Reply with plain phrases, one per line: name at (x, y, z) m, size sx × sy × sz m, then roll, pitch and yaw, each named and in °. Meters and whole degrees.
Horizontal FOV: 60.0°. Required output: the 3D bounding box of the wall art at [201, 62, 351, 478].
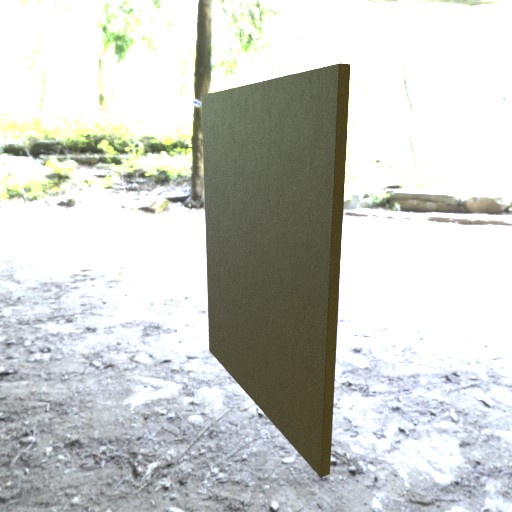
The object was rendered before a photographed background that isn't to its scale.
wall art at (0.000, 0.000, 1.373) m, size 0.030 × 1.002 × 0.798 m, roll -8°, pitch 17°, yaw -26°
